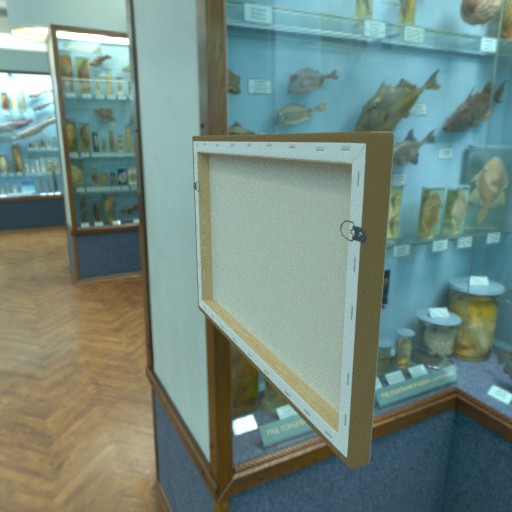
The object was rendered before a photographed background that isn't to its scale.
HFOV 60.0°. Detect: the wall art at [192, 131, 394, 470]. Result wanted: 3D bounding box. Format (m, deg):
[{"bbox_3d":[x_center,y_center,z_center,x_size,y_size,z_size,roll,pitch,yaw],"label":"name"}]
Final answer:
[{"bbox_3d":[0.000,0.000,0.480,0.019,0.254,0.380,-7,16,-24],"label":"wall art"}]
